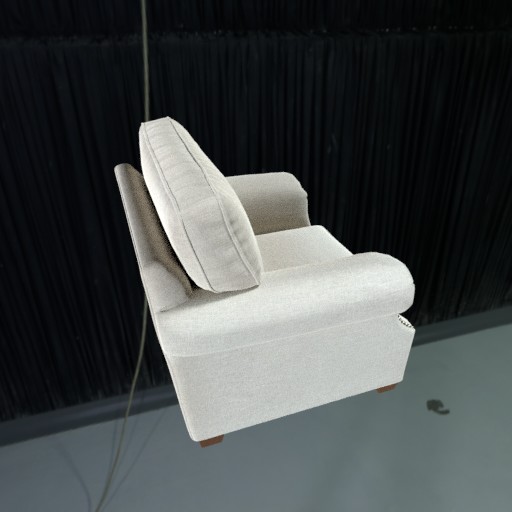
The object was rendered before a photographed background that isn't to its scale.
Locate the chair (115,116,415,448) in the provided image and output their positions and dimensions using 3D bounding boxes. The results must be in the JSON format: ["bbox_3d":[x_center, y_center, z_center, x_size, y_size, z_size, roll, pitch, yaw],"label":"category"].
[{"bbox_3d":[0.000,0.000,1.810,0.965,0.961,1.092,-10,31,-17],"label":"chair"}]
